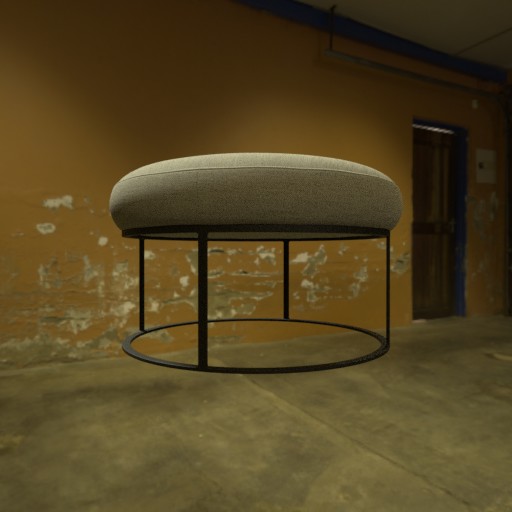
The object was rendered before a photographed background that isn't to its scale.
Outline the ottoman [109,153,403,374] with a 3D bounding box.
[{"bbox_3d":[0.000,0.000,1.221,0.769,0.459,0.769,0,0,0],"label":"ottoman"}]
